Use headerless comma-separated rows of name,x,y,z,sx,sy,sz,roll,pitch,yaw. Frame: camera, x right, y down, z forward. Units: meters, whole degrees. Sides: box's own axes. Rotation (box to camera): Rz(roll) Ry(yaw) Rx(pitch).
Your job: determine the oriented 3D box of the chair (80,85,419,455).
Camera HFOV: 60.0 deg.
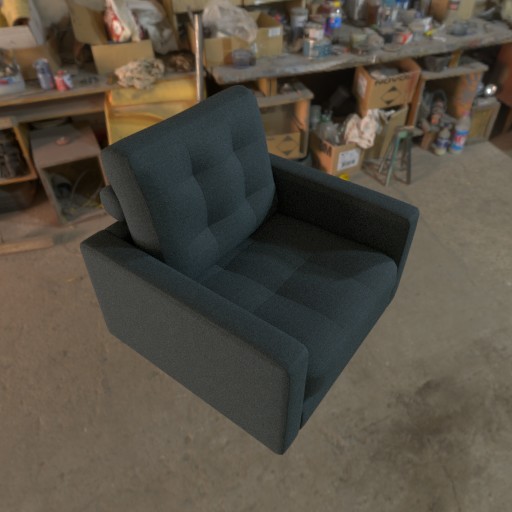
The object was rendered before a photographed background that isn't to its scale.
chair,0.000,0.000,1.515,0.843,0.880,0.821,26,48,27
